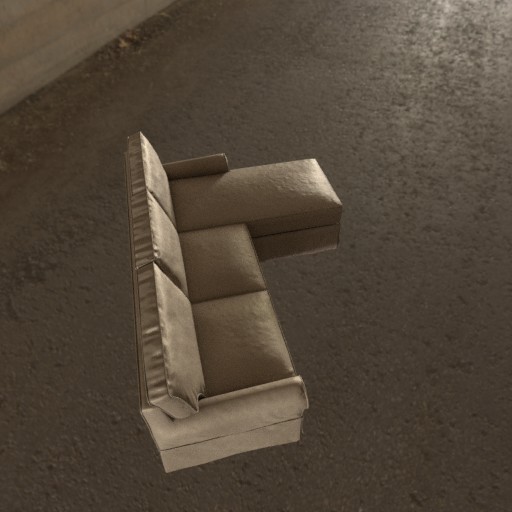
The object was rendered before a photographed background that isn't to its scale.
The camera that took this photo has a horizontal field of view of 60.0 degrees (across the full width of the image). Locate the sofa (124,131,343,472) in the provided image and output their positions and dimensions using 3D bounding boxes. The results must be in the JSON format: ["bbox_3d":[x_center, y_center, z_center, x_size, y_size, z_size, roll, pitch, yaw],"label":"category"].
[{"bbox_3d":[0.000,0.000,3.307,1.733,0.978,2.475,-10,47,-9],"label":"sofa"}]
